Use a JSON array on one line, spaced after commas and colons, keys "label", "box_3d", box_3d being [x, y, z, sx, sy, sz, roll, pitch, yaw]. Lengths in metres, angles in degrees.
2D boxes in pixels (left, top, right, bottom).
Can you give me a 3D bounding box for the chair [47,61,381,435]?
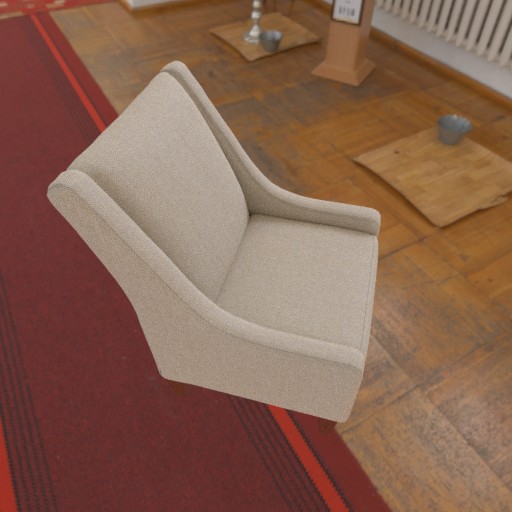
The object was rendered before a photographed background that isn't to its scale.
[{"label": "chair", "box_3d": [0.000, 0.000, 1.583, 0.870, 1.014, 0.774, 11, 47, 10]}]
